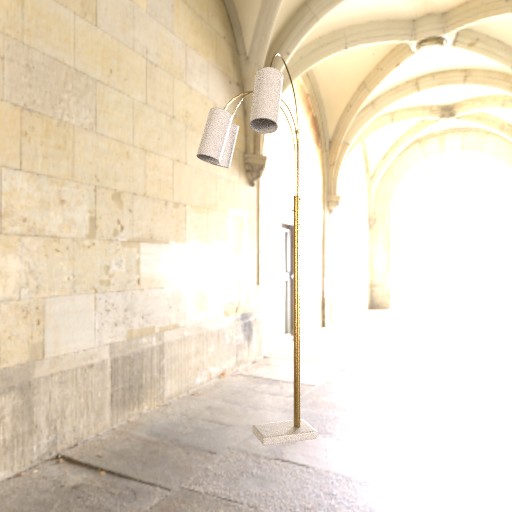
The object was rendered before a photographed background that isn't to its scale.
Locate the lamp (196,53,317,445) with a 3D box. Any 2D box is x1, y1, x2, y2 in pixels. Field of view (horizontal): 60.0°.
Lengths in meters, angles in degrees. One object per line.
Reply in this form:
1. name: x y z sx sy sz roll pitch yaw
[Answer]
1. lamp: 0.000 0.000 2.484 0.667 2.055 1.020 0 -1 -18
